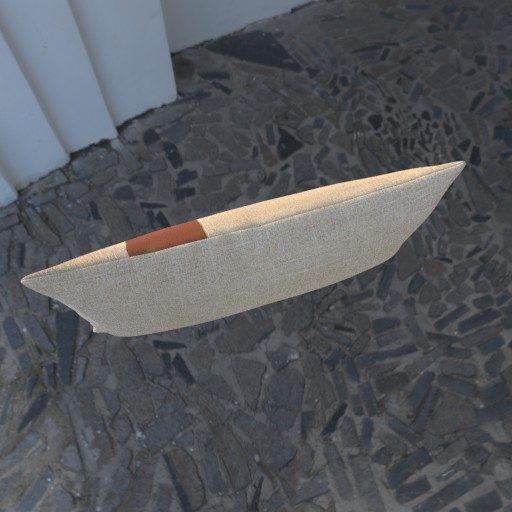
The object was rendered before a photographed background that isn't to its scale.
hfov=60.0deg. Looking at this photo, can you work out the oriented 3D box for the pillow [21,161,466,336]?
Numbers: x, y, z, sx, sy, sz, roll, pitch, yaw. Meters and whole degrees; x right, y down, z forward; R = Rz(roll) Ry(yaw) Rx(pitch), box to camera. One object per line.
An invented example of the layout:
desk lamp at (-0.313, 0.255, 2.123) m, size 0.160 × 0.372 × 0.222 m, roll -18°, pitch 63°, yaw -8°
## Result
pillow at (0.000, 0.000, 0.714) m, size 0.612 × 0.282 × 0.155 m, roll -16°, pitch 60°, yaw -9°
